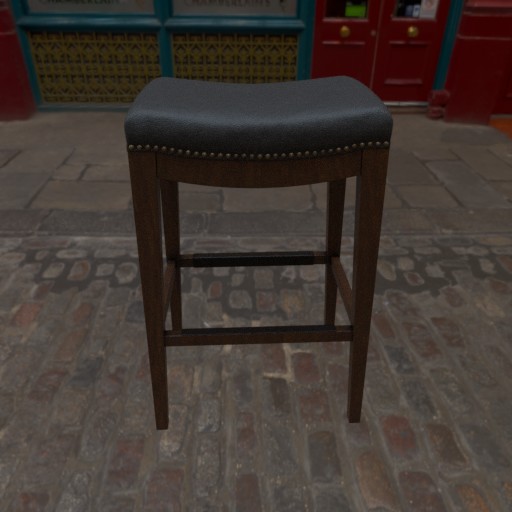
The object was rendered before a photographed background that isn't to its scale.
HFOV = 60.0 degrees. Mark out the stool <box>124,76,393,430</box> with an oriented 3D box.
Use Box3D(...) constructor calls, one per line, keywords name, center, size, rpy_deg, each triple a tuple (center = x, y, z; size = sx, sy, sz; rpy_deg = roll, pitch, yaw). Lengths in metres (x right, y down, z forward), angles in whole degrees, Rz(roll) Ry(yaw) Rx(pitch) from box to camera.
Box3D(name="stool", center=(0.000, 0.000, 1.045), size=(0.500, 0.765, 0.361), rpy_deg=(-1, 31, -2))
